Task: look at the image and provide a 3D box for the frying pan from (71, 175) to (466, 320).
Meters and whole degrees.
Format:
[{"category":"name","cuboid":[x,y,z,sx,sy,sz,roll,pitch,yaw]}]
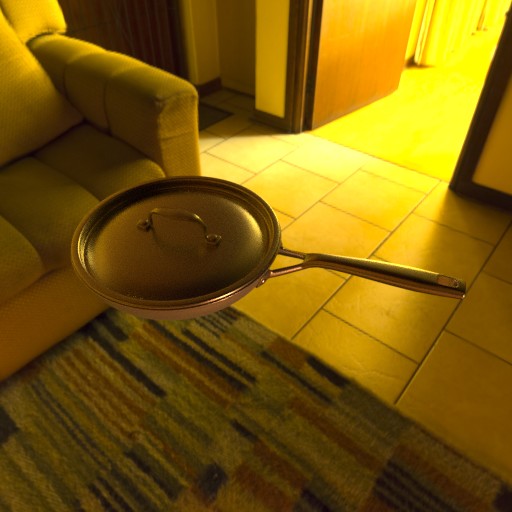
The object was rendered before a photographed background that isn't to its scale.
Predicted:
[{"category":"frying pan","cuboid":[0.000,0.000,0.566,0.490,0.086,0.272,13,44,14]}]
